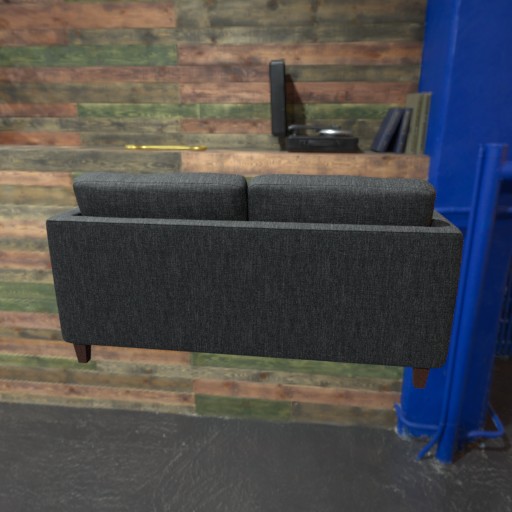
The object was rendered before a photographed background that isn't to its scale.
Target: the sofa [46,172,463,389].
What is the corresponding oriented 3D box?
[{"bbox_3d":[0.000,0.000,2.449,1.884,0.963,0.950,2,17,7],"label":"sofa"}]
